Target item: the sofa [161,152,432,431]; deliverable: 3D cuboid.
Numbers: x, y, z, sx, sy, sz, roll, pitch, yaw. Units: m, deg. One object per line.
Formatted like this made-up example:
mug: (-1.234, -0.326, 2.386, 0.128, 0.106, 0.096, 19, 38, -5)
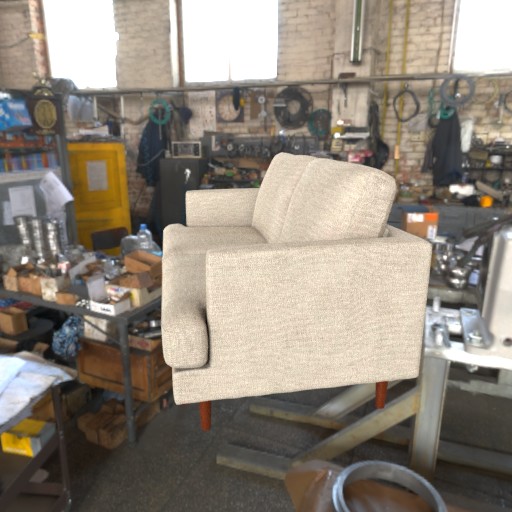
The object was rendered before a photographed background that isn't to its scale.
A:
sofa: (0.000, 0.000, 2.166, 0.903, 0.944, 1.582, -3, 16, -11)
